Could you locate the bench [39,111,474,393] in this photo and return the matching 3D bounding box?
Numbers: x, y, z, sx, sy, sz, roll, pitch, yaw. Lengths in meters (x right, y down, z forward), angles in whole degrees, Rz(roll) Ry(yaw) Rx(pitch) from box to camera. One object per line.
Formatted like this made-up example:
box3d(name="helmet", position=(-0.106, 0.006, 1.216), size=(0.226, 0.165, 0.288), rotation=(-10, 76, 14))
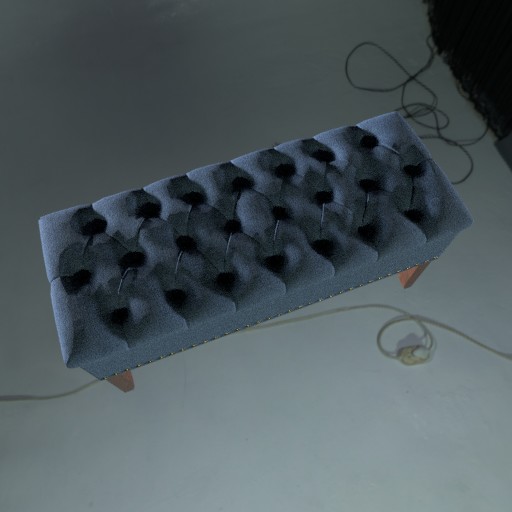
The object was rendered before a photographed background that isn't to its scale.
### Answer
box3d(name="bench", position=(0.000, 0.000, 1.321), size=(1.052, 0.492, 0.417), rotation=(-19, 65, -9))
